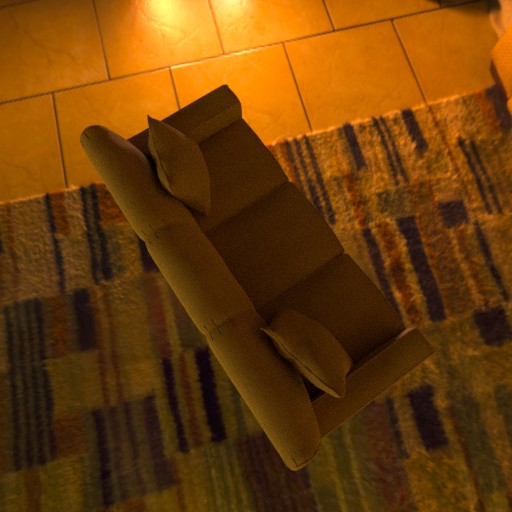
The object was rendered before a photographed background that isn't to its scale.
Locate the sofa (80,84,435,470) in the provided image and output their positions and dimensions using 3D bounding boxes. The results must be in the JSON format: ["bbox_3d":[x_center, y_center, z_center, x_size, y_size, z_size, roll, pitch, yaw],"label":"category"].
[{"bbox_3d":[0.000,0.000,2.630,0.997,0.958,2.024,-33,77,-9],"label":"sofa"}]
